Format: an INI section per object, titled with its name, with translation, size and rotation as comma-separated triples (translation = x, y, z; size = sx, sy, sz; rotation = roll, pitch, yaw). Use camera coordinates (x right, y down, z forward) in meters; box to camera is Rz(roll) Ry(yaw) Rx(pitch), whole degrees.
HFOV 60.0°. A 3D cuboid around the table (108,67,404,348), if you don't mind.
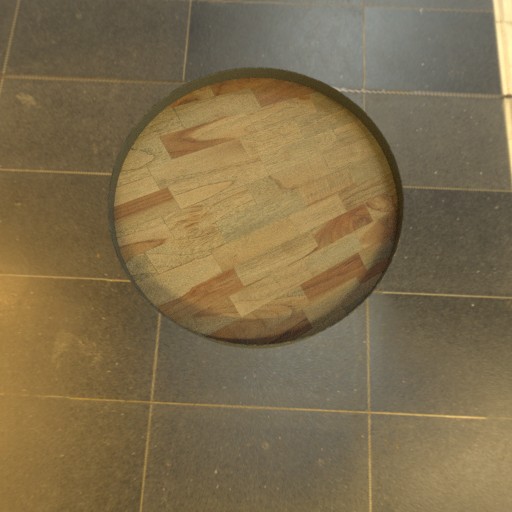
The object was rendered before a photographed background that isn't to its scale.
[table]
translation = 0.000, 0.000, 0.941
size = 0.406, 0.686, 0.406
rotation = -16, 76, -4
